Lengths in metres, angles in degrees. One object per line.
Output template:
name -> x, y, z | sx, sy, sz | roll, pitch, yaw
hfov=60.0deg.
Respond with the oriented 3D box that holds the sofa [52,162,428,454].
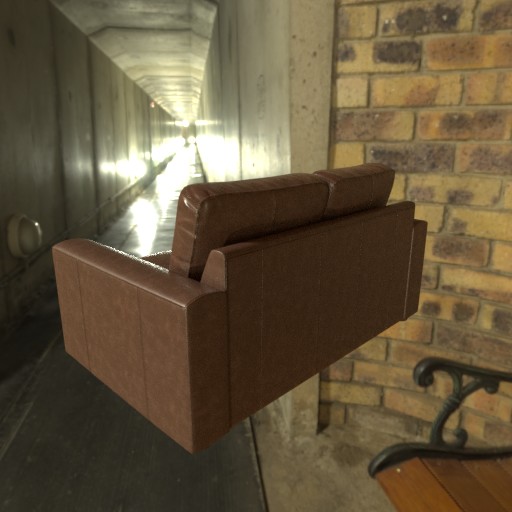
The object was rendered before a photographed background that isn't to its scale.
sofa -> 0.000, 0.000, 2.202 | 1.016, 0.873, 1.616 | 16, 23, 42
